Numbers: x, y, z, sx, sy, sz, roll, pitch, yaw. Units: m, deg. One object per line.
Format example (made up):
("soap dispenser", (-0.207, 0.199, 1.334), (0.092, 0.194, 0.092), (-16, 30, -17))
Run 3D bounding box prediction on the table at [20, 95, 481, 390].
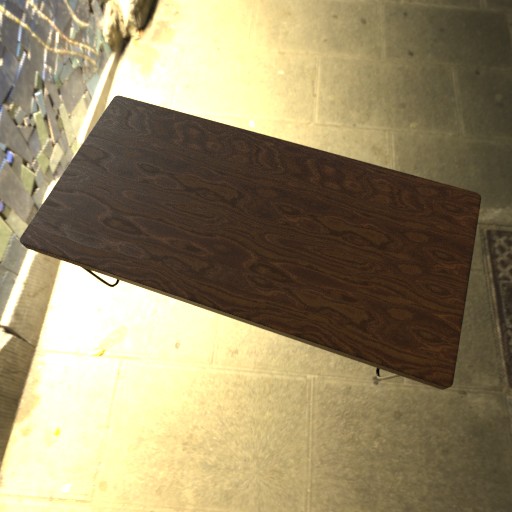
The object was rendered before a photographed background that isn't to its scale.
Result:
("table", (0.000, 0.000, 2.229), (1.791, 0.753, 0.883), (18, 65, 8))
